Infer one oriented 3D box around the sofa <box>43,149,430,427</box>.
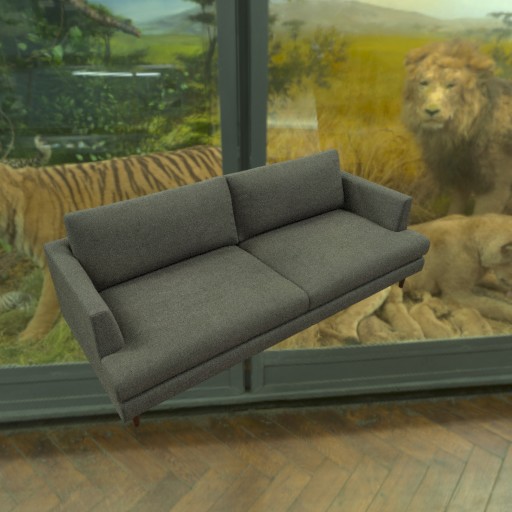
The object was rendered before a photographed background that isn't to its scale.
[{"bbox_3d":[0.000,0.000,2.808,2.250,0.868,1.020,-20,36,-31],"label":"sofa"}]
